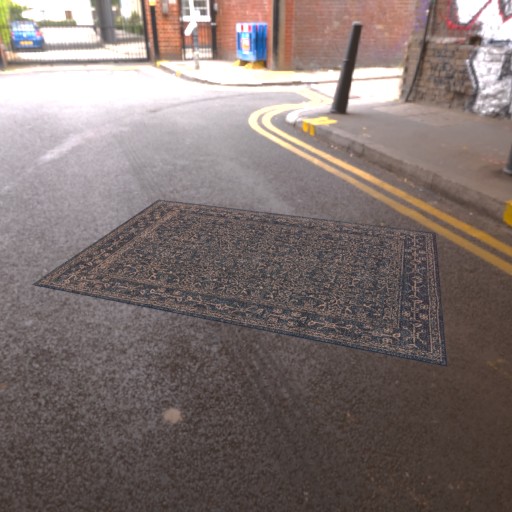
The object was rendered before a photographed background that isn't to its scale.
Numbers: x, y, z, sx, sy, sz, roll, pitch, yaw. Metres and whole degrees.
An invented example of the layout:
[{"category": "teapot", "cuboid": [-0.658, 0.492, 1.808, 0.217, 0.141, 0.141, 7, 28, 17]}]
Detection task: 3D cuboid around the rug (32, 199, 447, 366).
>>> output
[{"category": "rug", "cuboid": [0.000, 0.000, 2.333, 1.819, 0.005, 1.200, 9, 29, 16]}]
